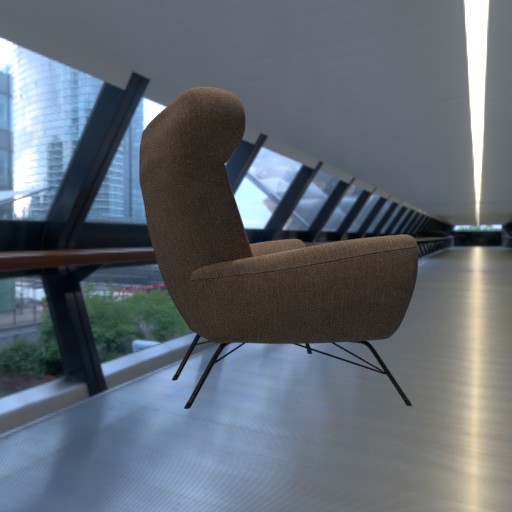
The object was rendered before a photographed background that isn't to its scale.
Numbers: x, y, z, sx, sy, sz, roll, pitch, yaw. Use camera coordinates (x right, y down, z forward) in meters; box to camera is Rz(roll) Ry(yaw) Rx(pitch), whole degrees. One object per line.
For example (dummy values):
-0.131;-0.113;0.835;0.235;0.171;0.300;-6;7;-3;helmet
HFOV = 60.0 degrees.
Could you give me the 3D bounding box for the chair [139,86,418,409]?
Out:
0.000;0.000;1.771;0.900;1.040;0.980;0;1;-19;chair
